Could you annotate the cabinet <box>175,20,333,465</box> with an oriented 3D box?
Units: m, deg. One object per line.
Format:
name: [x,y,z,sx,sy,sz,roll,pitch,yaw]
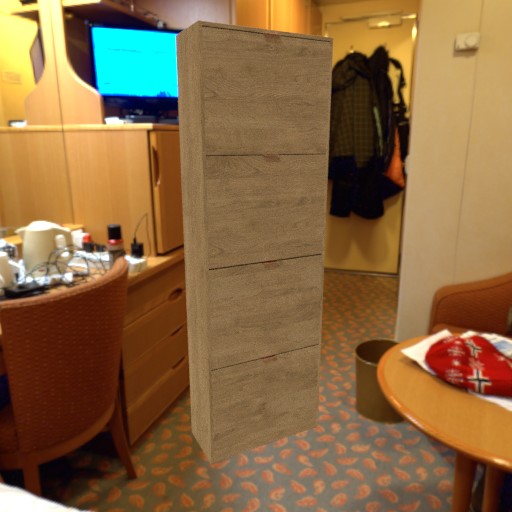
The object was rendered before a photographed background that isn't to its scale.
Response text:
cabinet: [0.000,0.000,1.796,0.520,1.630,0.250,-7,16,-26]
